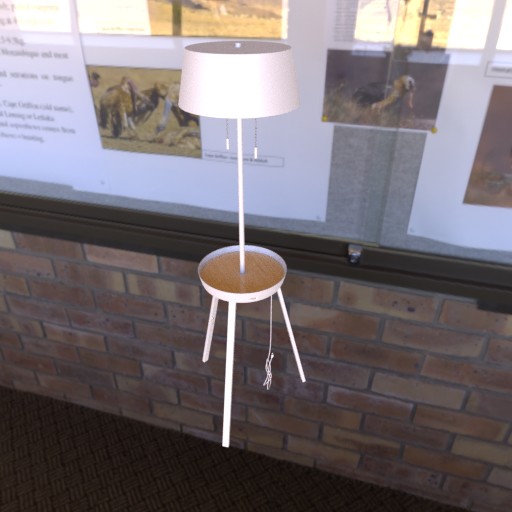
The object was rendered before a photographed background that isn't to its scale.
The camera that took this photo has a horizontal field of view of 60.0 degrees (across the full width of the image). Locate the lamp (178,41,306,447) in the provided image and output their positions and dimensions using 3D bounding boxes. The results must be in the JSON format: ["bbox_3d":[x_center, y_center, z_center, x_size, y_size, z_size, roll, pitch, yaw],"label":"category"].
[{"bbox_3d":[0.000,0.000,1.637,0.468,1.429,0.508,-8,33,-13],"label":"lamp"}]
